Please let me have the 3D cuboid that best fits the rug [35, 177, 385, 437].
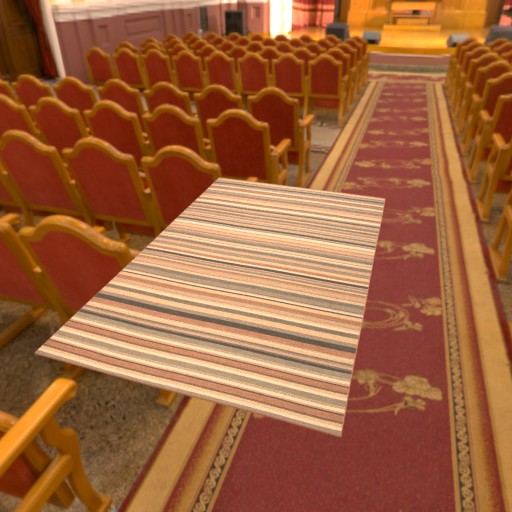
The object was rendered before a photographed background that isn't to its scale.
[{"bbox_3d":[0.000,0.000,2.984,1.523,0.014,2.438,10,33,15],"label":"rug"}]
